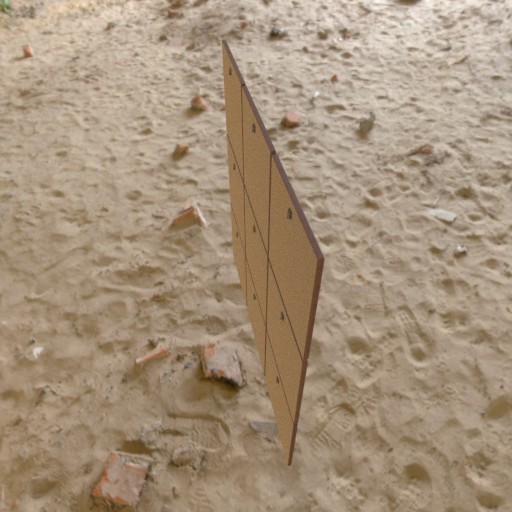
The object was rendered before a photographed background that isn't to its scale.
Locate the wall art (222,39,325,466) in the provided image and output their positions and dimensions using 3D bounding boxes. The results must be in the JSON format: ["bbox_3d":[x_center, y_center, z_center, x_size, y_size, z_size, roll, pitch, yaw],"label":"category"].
[{"bbox_3d":[0.000,0.000,1.772,0.024,1.218,1.221,-9,47,-9],"label":"wall art"}]
